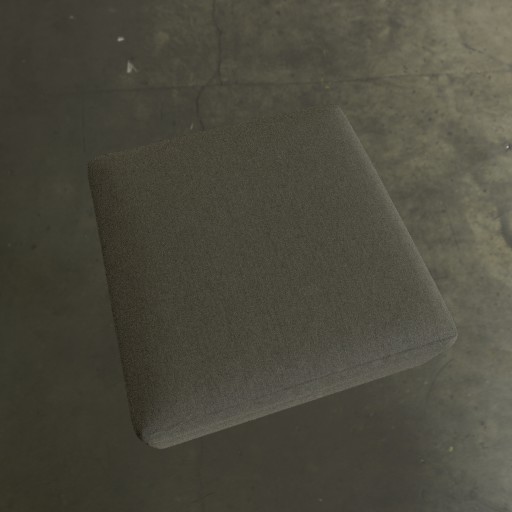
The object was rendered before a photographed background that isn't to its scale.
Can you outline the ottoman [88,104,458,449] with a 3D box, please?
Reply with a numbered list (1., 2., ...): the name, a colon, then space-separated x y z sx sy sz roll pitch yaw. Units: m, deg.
1. ottoman: 0.000 0.000 1.612 1.041 0.470 1.041 -15 65 -8
